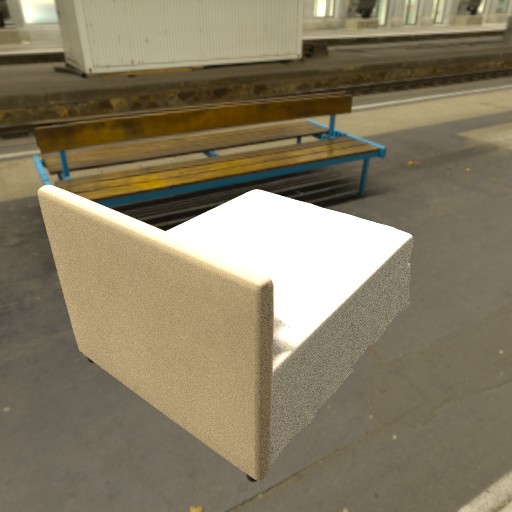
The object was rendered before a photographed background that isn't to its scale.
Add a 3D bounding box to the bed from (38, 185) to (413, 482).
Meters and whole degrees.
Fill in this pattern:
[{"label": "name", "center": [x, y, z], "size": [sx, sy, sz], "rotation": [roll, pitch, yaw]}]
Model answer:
[{"label": "bed", "center": [0.000, 0.000, 3.173], "size": [1.723, 1.330, 2.142], "rotation": [21, 36, 32]}]
